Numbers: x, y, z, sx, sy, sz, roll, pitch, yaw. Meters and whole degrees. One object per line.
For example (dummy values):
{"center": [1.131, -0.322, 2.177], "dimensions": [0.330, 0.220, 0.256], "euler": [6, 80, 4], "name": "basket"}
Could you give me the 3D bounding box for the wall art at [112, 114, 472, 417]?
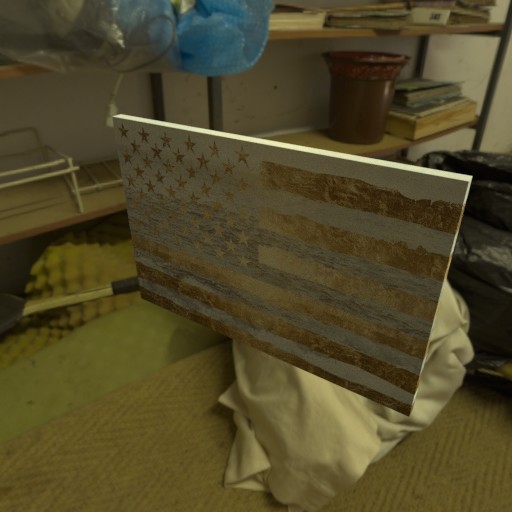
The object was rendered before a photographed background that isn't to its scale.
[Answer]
{"center": [0.000, 0.000, 1.451], "dimensions": [1.145, 0.762, 0.041], "euler": [18, 35, 28], "name": "wall art"}
